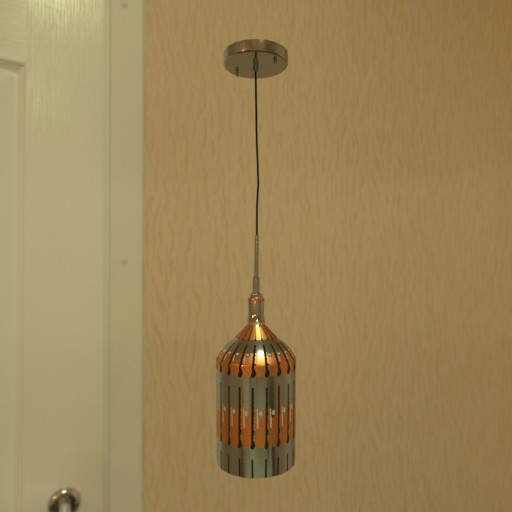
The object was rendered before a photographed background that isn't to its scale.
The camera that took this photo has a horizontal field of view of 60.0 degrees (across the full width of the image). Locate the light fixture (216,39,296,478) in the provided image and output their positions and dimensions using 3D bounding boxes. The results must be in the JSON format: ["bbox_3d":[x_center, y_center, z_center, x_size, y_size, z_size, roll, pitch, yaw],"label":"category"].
[{"bbox_3d":[0.000,0.000,1.682,0.303,1.535,0.303,0,-1,0],"label":"light fixture"}]
